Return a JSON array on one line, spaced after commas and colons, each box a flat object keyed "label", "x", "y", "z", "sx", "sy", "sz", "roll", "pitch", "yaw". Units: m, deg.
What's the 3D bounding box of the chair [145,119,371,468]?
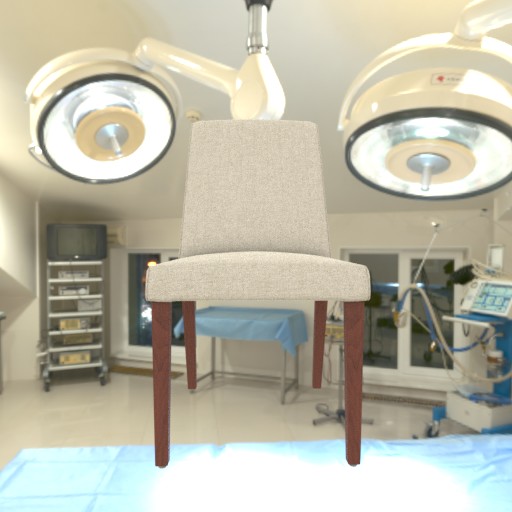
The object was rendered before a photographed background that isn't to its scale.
[{"label": "chair", "x": 0.000, "y": 0.000, "z": 1.219, "sx": 0.480, "sy": 0.900, "sz": 0.594, "roll": 0, "pitch": 1, "yaw": -1}]
